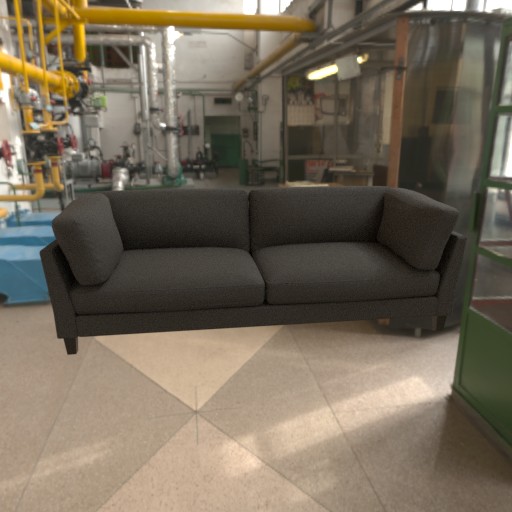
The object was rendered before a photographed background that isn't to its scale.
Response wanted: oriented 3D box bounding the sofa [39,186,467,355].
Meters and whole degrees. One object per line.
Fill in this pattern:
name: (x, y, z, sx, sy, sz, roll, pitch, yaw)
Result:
sofa: (0.000, 0.000, 2.836, 2.312, 0.792, 0.969, -2, 16, -8)
